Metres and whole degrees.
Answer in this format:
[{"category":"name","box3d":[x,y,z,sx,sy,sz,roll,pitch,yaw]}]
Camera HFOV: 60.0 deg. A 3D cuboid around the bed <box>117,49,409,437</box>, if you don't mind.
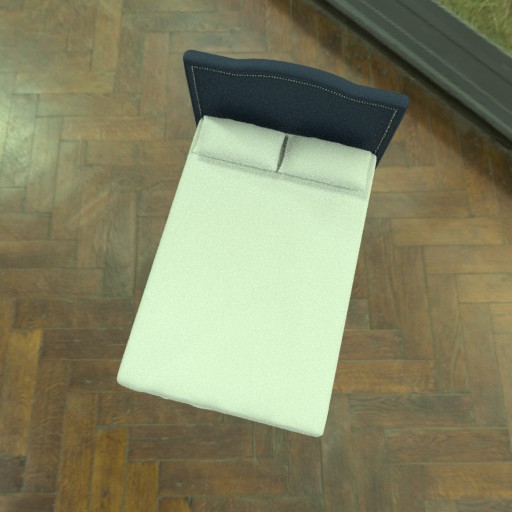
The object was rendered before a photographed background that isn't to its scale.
[{"category":"bed","box3d":[0.000,0.000,3.494,1.741,1.441,2.507,13,75,4]}]
